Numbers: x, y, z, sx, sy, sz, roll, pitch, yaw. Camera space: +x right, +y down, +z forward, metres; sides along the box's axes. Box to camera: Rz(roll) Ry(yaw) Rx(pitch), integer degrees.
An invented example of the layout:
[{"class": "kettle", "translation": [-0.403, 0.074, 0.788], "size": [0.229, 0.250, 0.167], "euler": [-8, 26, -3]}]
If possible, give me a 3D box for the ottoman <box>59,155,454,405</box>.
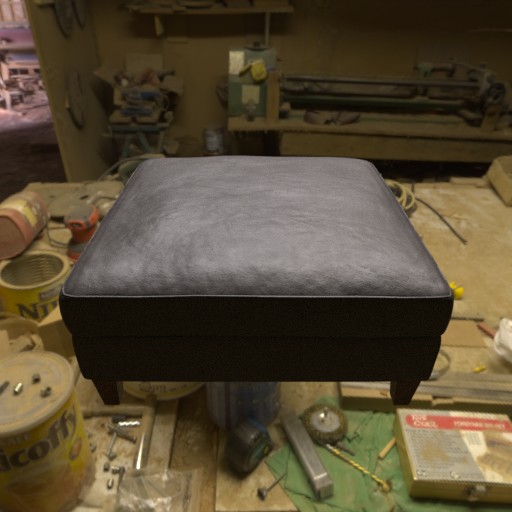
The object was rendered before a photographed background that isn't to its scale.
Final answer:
[{"class": "ottoman", "translation": [0.000, 0.000, 1.314], "size": [0.844, 0.415, 0.836], "euler": [0, 32, 0]}]
